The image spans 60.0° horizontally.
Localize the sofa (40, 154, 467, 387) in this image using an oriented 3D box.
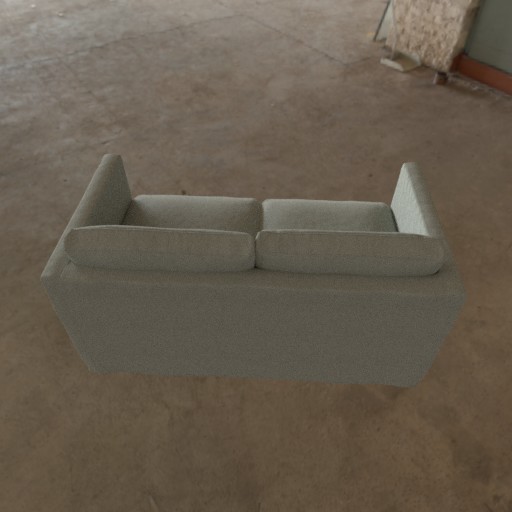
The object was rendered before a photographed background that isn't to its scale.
[{"bbox_3d":[0.000,0.000,2.263,1.727,0.830,0.944,2,45,2],"label":"sofa"}]
